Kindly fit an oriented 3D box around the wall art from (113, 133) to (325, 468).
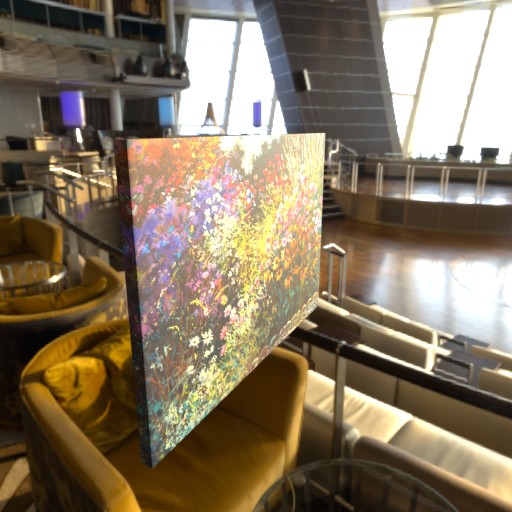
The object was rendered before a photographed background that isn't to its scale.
[{"bbox_3d":[0.000,0.000,1.444,0.042,0.760,1.136,8,18,27],"label":"wall art"}]
